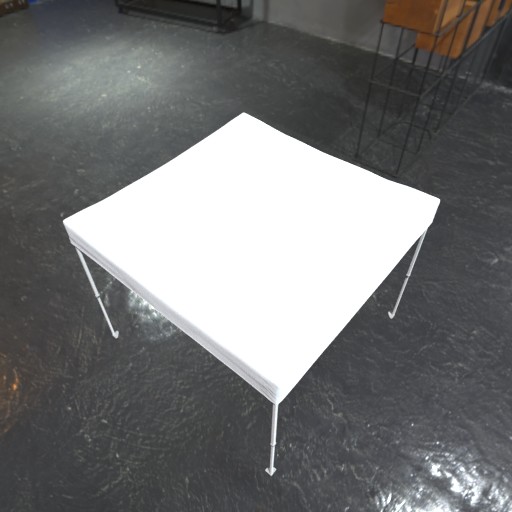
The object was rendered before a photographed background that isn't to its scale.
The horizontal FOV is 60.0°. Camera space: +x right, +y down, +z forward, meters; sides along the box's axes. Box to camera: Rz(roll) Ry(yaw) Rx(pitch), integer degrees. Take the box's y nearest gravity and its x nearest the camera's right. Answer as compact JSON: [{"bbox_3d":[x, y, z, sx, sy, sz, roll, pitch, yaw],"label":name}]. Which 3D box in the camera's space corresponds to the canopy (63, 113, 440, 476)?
[{"bbox_3d":[0.000,0.000,5.452,2.996,2.997,2.998,32,55,26],"label":"canopy"}]
